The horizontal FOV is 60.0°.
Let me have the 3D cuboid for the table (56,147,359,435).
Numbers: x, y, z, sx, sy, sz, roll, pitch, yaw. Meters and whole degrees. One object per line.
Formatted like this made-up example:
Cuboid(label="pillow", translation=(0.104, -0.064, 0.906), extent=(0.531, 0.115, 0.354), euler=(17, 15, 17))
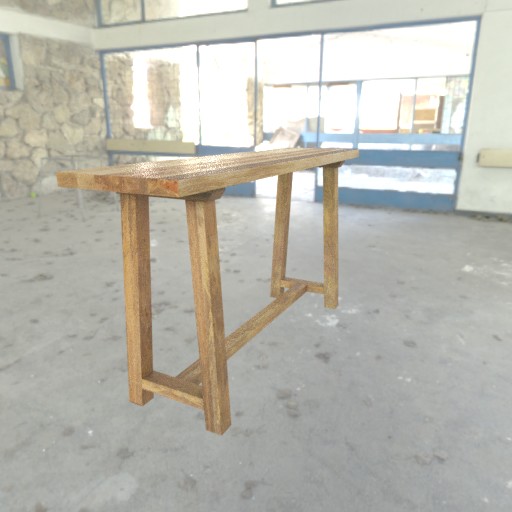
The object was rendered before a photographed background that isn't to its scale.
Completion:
Cuboid(label="table", translation=(0.000, 0.000, 1.854), extent=(0.405, 0.810, 1.524), euler=(8, 18, 27))
